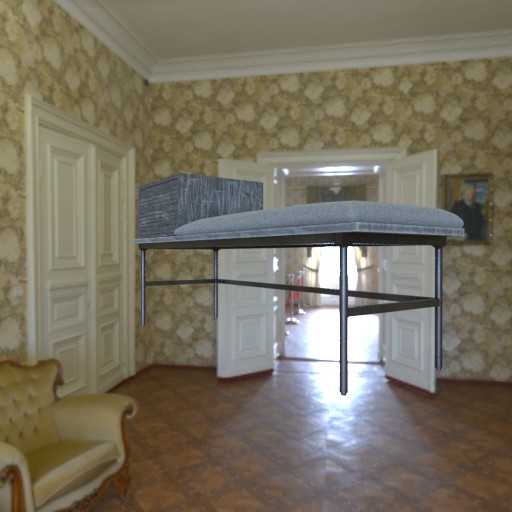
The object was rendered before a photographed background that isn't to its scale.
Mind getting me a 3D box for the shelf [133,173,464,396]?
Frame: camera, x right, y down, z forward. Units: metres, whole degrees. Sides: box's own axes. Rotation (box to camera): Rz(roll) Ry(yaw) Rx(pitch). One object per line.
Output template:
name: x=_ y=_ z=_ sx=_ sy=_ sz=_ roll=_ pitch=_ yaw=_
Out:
shelf: x=0.000 y=0.000 z=1.622 sx=0.457 sy=0.633 sz=1.342 roll=0 pitch=0 yaw=-36
